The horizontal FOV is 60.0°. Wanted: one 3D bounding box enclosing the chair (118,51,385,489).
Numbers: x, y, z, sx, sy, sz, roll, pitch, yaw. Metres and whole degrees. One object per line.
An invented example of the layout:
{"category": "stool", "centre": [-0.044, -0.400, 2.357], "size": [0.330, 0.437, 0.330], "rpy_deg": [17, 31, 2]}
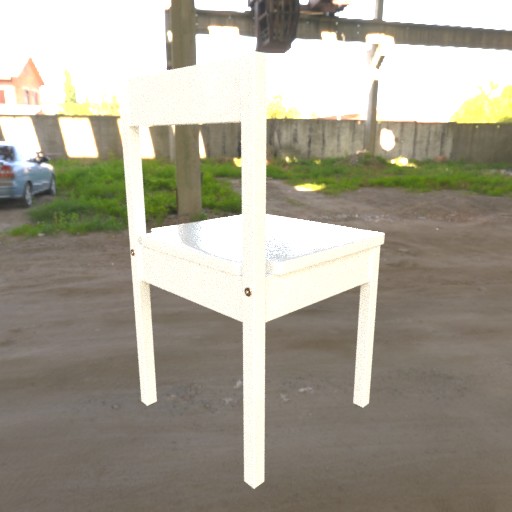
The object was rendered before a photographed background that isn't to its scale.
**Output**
{"category": "chair", "centre": [0.000, 0.000, 0.888], "size": [0.361, 0.668, 0.367], "rpy_deg": [-14, 20, -43]}
